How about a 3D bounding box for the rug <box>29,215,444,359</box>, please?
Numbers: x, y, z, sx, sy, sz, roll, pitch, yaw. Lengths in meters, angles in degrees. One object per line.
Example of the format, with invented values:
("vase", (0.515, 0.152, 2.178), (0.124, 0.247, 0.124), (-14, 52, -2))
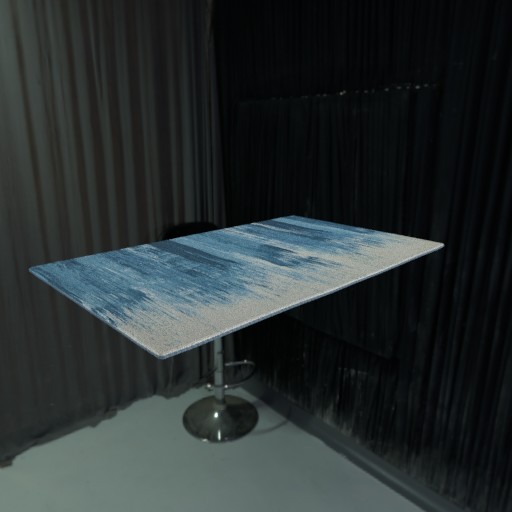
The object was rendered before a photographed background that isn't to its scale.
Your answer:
("rug", (0.000, 0.000, 3.013), (2.450, 0.027, 1.540), (-15, 22, -41))
